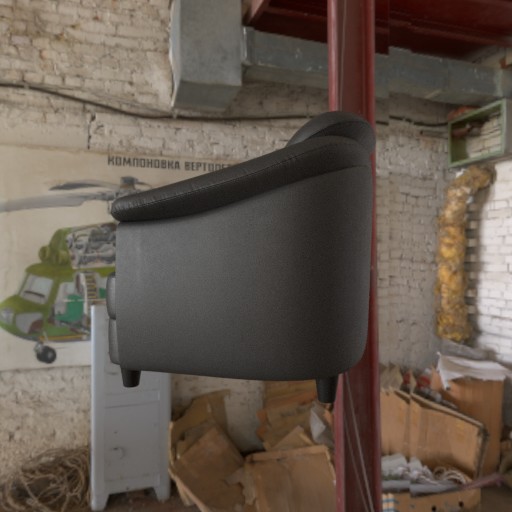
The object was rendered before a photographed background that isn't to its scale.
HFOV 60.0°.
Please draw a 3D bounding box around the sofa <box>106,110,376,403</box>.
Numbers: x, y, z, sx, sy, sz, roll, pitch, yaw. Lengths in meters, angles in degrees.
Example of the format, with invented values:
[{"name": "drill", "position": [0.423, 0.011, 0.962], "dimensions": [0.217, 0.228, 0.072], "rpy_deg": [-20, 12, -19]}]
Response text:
[{"name": "sofa", "position": [0.000, 0.000, 1.532], "dimensions": [0.794, 0.811, 0.870], "rpy_deg": [0, 0, 18]}]
